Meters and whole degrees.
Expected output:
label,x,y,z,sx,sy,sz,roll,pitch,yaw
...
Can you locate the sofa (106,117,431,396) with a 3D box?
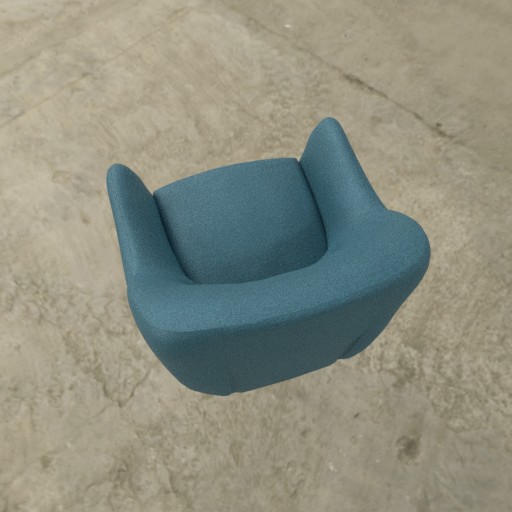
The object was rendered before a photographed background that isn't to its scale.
label,x,y,z,sx,sy,sz,roll,pitch,yaw
sofa,0.000,0.000,1.503,0.836,0.817,0.825,-15,60,-9
